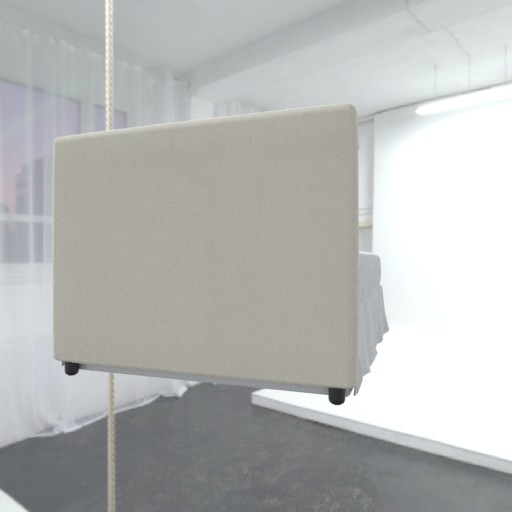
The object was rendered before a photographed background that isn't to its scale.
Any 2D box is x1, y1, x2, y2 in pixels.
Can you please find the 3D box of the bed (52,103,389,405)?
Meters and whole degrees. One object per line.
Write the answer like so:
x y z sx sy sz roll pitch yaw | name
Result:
0.000 0.000 3.158 1.713 1.330 2.142 0 0 20 | bed
